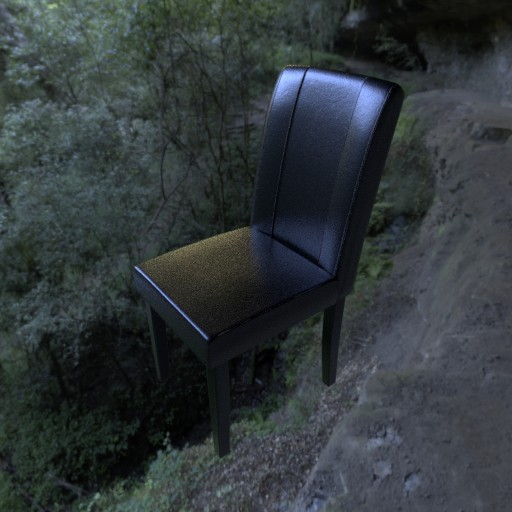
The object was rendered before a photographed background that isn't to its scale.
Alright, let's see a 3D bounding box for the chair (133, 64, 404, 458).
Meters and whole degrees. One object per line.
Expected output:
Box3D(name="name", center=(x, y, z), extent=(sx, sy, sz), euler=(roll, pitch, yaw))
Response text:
Box3D(name="chair", center=(0.000, 0.000, 1.205), extent=(0.556, 0.897, 0.399), euler=(-22, 37, -31))
